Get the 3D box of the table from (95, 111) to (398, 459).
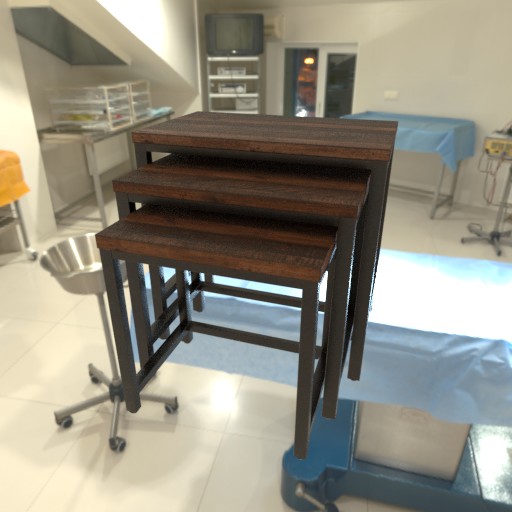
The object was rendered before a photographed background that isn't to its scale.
[{"bbox_3d":[0.000,0.000,1.161,0.608,0.616,0.660,8,27,17],"label":"table"}]
